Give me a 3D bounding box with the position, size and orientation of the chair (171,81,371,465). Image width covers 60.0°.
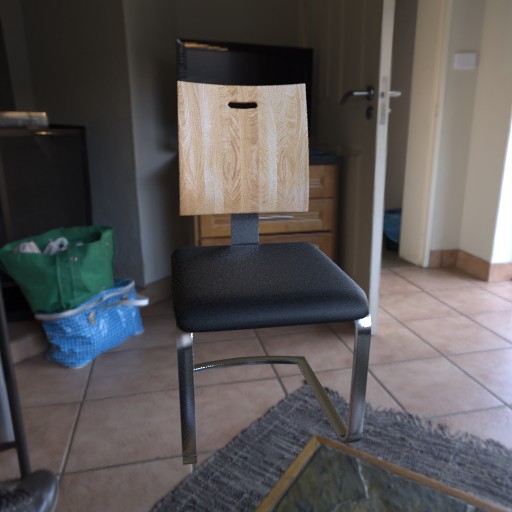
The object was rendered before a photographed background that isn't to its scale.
[{"bbox_3d":[0.000,0.000,1.216,0.462,0.936,0.560,-3,15,-10],"label":"chair"}]
